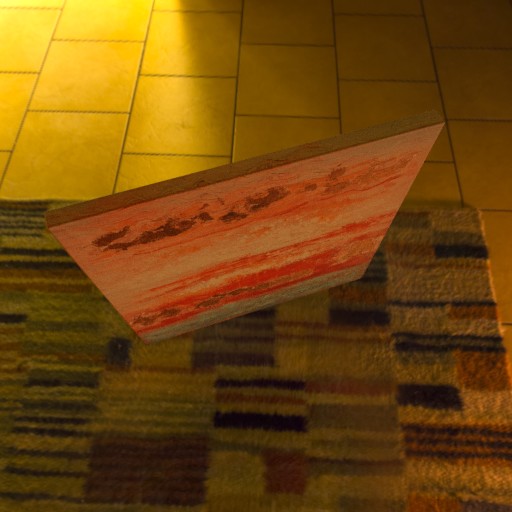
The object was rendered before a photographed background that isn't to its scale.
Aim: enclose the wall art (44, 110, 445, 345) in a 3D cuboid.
[{"bbox_3d":[0.000,0.000,1.130,0.747,0.747,0.035,-16,65,-8],"label":"wall art"}]
